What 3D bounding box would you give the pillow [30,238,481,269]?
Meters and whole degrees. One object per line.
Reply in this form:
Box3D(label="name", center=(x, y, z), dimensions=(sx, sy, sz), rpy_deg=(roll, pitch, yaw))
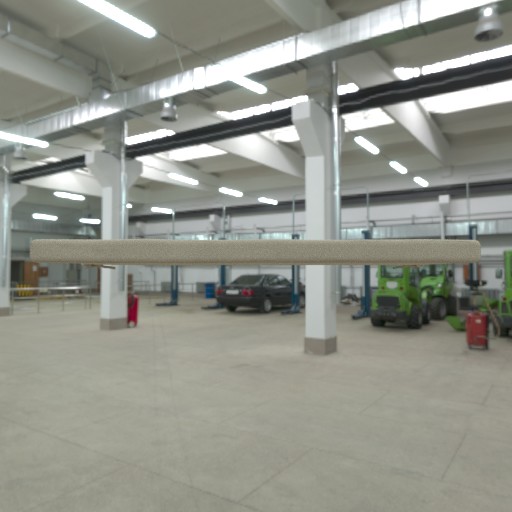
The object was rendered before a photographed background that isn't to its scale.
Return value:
Box3D(label="pillow", center=(0.000, 0.000, 1.355), dimensions=(1.187, 0.081, 0.492), rpy_deg=(0, -2, -1))
